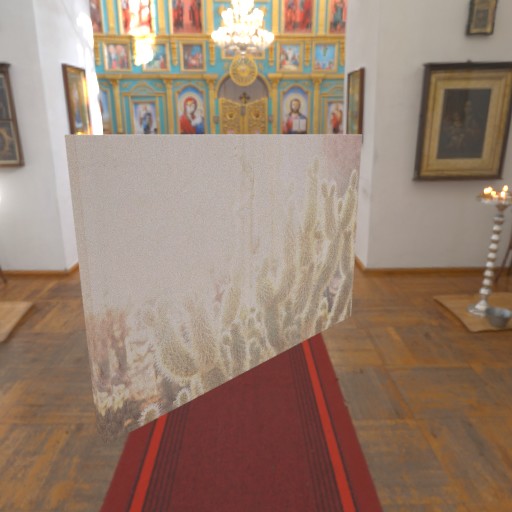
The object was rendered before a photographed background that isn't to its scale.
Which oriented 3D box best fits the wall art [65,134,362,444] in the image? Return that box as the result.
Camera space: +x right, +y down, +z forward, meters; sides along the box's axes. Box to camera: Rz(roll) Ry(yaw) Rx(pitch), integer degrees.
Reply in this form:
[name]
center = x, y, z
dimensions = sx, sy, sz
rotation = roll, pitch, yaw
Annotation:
[wall art]
center = 0.000, 0.000, 1.150
dimensions = 0.040, 0.608, 0.916
rotation = 14, 21, 42
